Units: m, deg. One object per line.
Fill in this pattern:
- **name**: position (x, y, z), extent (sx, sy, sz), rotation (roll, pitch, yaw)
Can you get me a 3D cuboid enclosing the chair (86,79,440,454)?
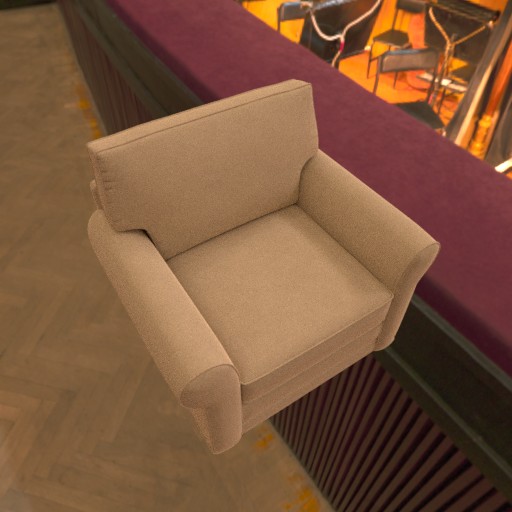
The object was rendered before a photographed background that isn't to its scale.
- **chair**: position (0.000, 0.000, 1.696), extent (1.040, 0.955, 0.863), rotation (-25, 52, -22)
